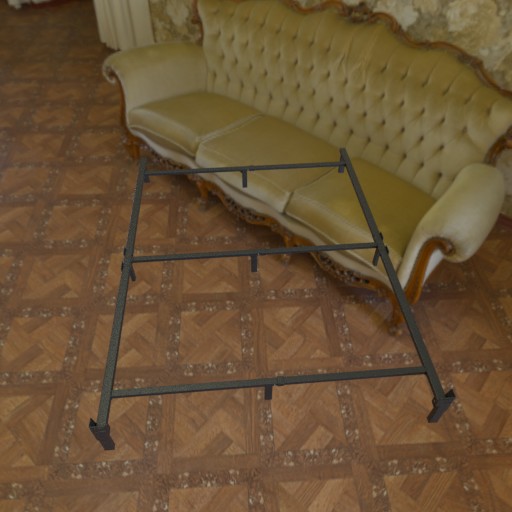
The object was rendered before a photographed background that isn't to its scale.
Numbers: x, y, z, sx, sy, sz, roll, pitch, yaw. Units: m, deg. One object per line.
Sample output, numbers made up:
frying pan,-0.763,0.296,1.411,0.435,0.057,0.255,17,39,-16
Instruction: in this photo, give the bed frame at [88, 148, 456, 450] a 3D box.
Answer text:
bed frame,0.000,0.000,2.563,1.498,0.248,1.990,-4,46,-3
